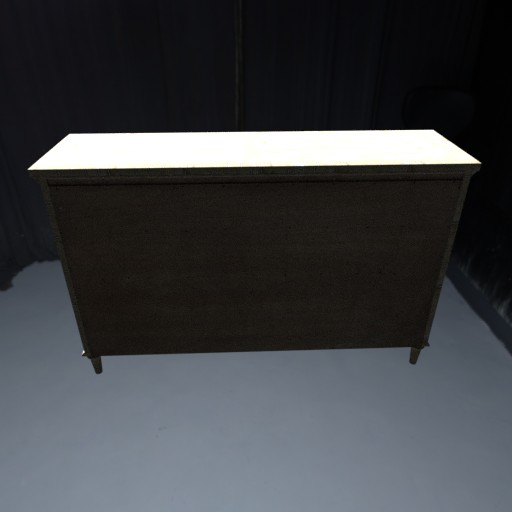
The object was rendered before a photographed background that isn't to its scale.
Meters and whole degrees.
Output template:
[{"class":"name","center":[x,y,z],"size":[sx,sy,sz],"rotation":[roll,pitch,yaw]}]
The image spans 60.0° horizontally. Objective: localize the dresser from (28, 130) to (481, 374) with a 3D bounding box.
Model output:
[{"class":"dresser","center":[0.000,0.000,2.041],"size":[1.626,1.016,0.457],"rotation":[-1,31,-2]}]
